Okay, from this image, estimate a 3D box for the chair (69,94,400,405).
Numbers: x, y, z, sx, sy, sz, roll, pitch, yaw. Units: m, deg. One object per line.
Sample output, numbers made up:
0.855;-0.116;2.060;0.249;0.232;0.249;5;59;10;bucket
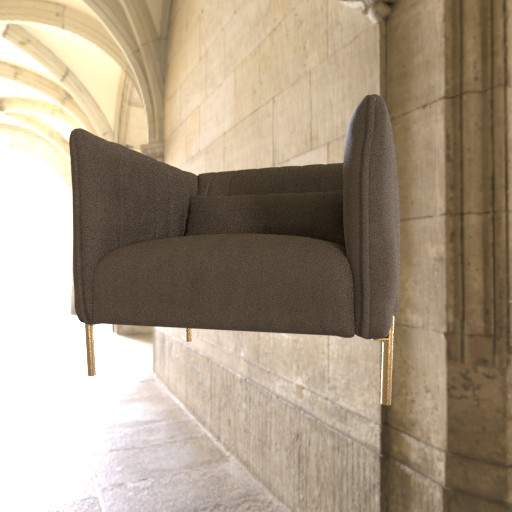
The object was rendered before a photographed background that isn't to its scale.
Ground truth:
0.000;0.000;1.586;0.981;0.779;0.873;0;-1;18;chair
